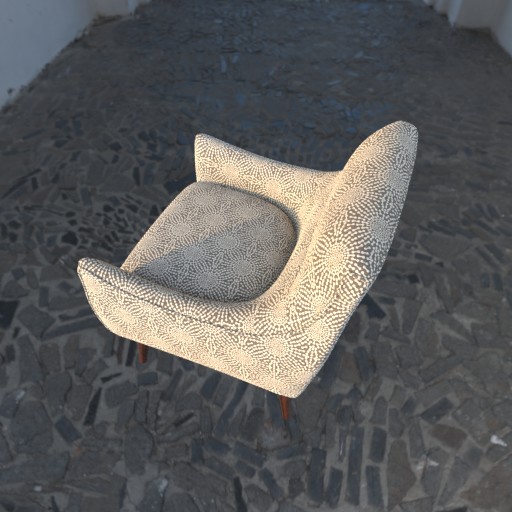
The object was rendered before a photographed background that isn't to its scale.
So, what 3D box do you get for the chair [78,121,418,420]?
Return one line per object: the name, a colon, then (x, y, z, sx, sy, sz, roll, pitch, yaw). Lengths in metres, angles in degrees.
chair: (0.000, 0.000, 1.453, 0.787, 0.838, 0.762, 17, 49, 15)
